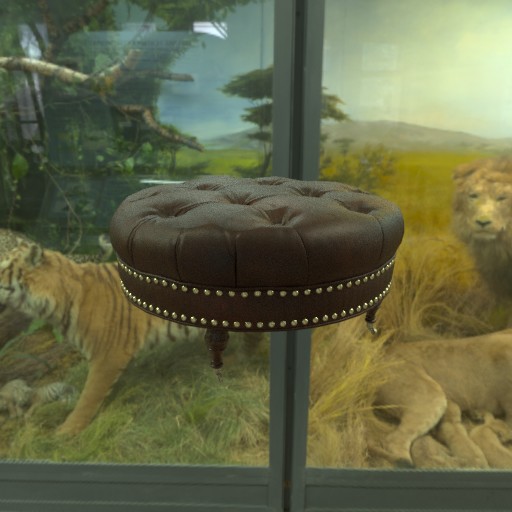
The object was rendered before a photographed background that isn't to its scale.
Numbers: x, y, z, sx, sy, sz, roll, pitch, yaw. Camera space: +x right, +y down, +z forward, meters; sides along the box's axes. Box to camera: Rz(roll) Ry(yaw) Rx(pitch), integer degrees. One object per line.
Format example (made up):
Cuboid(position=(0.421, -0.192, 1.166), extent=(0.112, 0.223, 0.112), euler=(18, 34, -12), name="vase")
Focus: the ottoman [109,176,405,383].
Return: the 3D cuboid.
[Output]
Cuboid(position=(0.000, 0.000, 1.431), extent=(0.901, 0.455, 0.901), euler=(0, 17, 0), name="ottoman")
